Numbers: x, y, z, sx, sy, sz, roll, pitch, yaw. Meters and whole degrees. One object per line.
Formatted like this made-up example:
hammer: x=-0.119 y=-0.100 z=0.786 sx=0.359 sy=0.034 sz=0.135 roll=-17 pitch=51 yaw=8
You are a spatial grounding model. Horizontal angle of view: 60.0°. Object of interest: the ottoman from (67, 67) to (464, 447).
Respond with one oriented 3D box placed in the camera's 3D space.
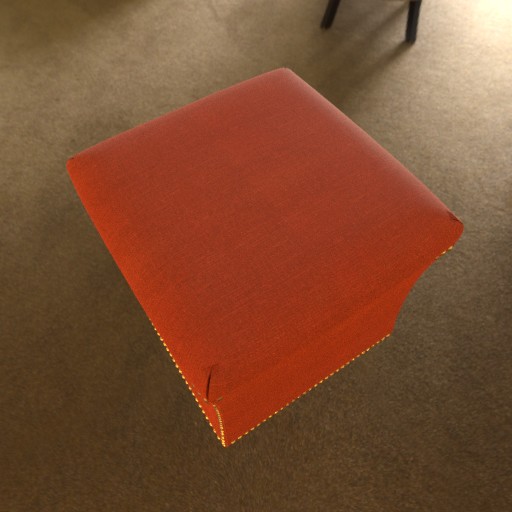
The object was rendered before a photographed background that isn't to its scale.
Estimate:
ottoman: x=0.000 y=0.000 z=0.899 sx=0.497 sy=0.475 sz=0.507 roll=-29 pitch=62 yaw=-17
